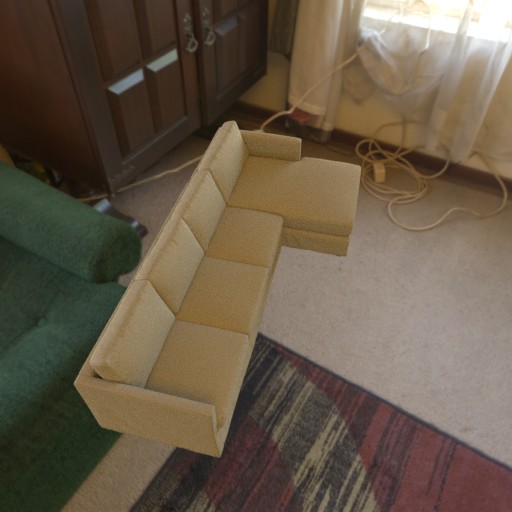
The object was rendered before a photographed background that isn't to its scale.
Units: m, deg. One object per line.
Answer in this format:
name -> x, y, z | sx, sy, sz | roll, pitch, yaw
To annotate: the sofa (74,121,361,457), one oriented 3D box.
sofa -> 0.000, 0.000, 3.908 | 1.622, 0.867, 3.177 | 10, 48, 9
